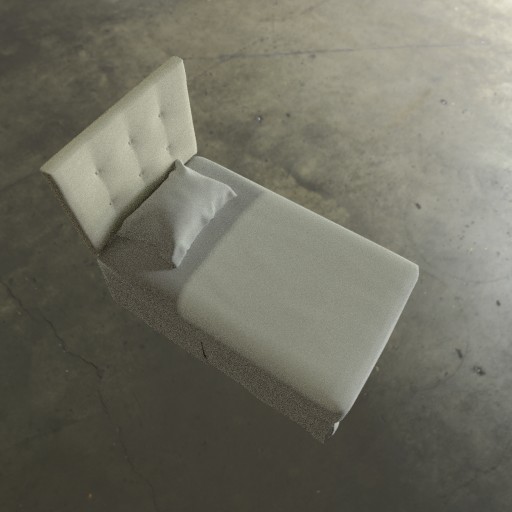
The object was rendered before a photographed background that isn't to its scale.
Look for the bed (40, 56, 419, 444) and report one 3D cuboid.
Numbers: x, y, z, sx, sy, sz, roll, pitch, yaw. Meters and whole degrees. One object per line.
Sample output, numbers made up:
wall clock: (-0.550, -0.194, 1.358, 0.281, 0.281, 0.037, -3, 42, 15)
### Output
bed: (0.000, 0.000, 2.935, 1.997, 1.571, 1.261, 29, 63, 16)
